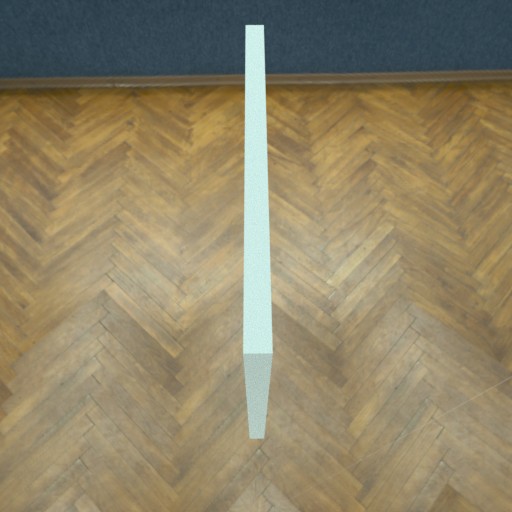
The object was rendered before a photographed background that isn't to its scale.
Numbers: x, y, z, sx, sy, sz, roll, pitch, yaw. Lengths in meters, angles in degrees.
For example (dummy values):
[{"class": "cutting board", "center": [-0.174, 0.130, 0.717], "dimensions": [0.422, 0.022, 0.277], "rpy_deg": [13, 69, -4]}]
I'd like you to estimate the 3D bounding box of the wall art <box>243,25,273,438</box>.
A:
[{"class": "wall art", "center": [0.000, 0.000, 1.141], "dimensions": [0.041, 0.765, 0.768], "rpy_deg": [0, 59, 0]}]
